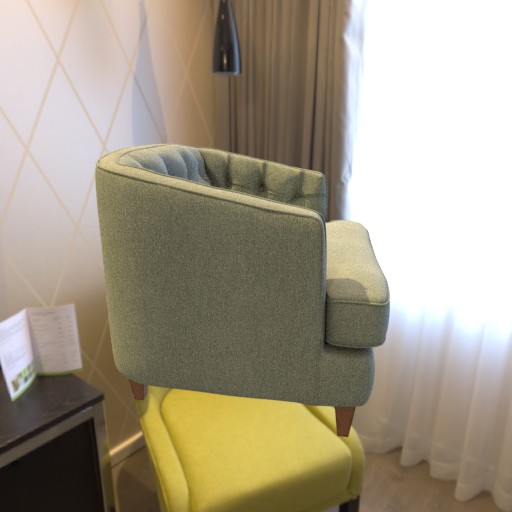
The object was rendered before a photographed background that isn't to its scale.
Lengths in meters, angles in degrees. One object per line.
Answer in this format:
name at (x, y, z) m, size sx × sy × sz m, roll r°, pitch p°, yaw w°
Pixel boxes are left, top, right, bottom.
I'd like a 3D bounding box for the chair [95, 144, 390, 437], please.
chair at (0.000, 0.000, 1.773) m, size 0.945 × 0.852 × 1.094 m, roll 3°, pitch 17°, yaw 9°
